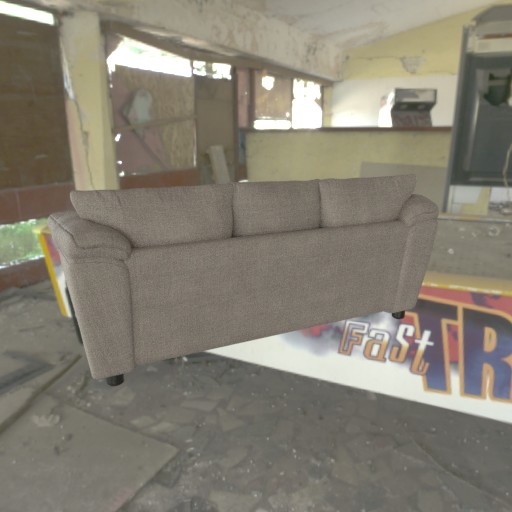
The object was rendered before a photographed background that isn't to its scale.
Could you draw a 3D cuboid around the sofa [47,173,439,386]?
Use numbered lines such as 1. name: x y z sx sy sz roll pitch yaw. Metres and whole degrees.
1. sofa: 0.000 0.000 2.815 2.334 0.996 0.878 -7 17 -25
